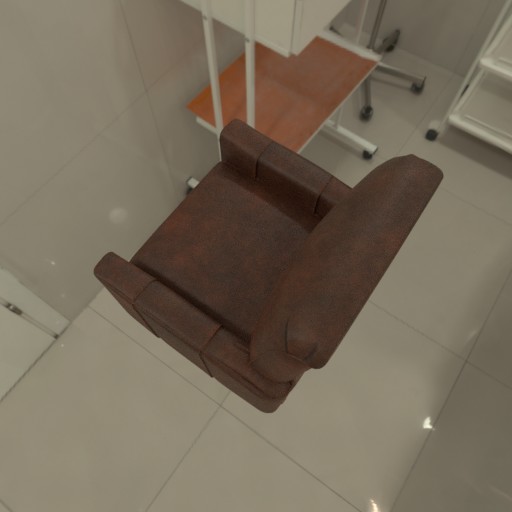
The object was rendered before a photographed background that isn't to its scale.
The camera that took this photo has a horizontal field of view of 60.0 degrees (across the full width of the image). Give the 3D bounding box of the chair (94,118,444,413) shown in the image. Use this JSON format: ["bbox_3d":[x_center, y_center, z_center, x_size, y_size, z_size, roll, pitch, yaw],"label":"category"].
[{"bbox_3d":[0.000,0.000,1.646,0.836,1.043,0.843,32,69,14],"label":"chair"}]
